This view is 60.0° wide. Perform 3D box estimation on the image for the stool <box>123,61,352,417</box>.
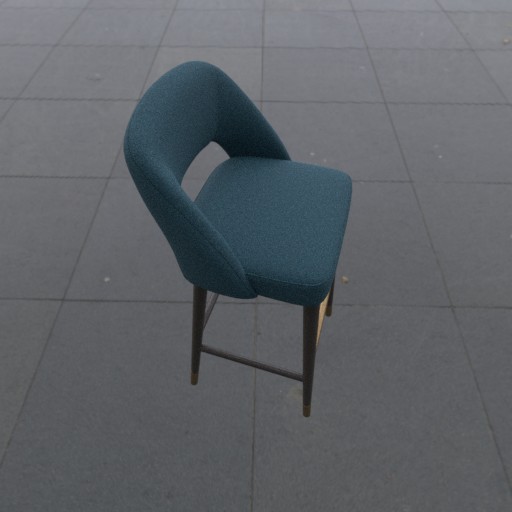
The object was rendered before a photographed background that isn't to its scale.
[{"bbox_3d":[0.000,0.000,1.355,0.522,1.032,0.536,12,49,11],"label":"stool"}]
